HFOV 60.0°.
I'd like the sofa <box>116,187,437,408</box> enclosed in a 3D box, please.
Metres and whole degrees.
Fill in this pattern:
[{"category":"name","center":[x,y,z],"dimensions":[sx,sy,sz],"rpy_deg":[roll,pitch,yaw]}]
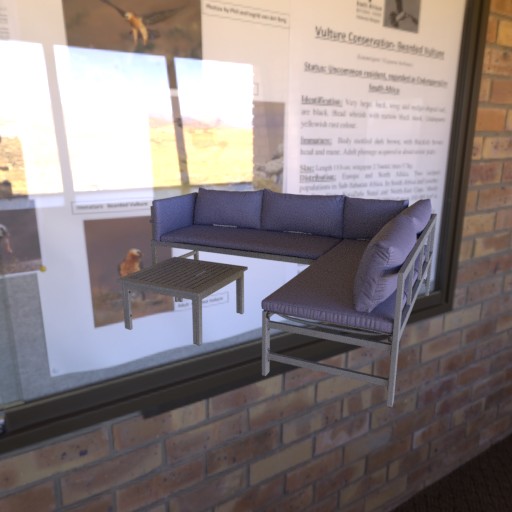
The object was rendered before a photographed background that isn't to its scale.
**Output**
[{"category":"sofa","center":[0.000,0.000,3.048],"dimensions":[2.149,0.762,1.658],"rpy_deg":[7,16,25]}]
